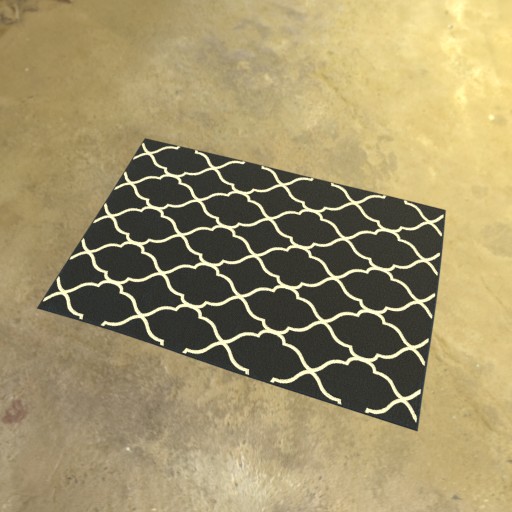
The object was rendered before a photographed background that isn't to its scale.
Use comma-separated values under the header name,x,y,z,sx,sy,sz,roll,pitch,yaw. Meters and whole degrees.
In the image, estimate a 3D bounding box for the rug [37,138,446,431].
name,x,y,z,sx,sy,sz,roll,pitch,yaw
rug,0.000,0.000,2.871,2.294,0.014,1.528,15,60,9
